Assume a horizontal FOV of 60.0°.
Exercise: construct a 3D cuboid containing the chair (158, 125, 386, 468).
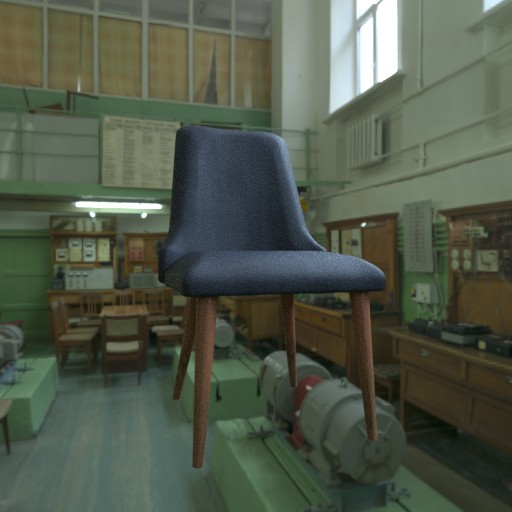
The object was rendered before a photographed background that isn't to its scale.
[{"bbox_3d":[0.000,0.000,1.192,0.504,0.820,0.567,0,0,-18],"label":"chair"}]
